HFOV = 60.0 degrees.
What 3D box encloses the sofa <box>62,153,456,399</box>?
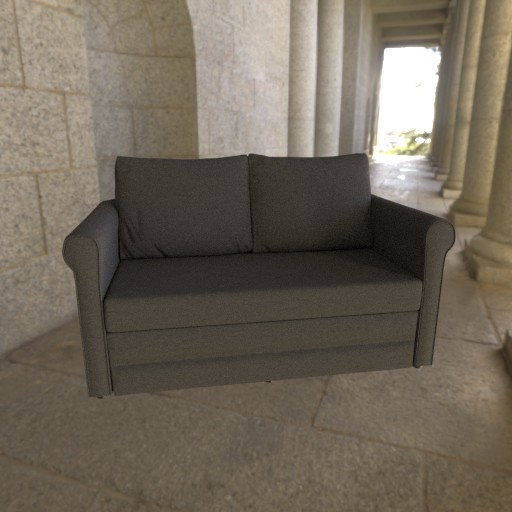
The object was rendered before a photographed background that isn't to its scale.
[{"bbox_3d":[0.000,0.000,1.986,1.460,0.872,0.741,-3,16,-9],"label":"sofa"}]
